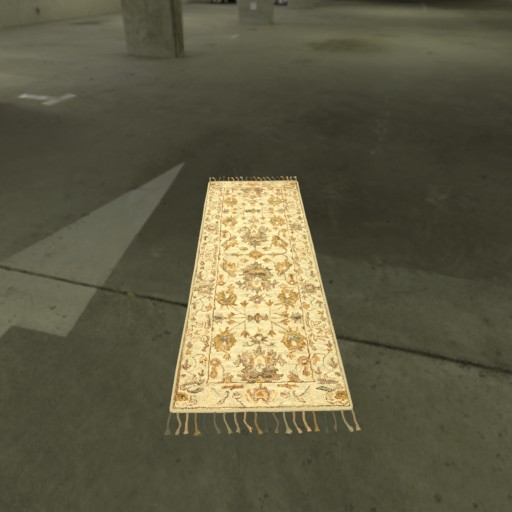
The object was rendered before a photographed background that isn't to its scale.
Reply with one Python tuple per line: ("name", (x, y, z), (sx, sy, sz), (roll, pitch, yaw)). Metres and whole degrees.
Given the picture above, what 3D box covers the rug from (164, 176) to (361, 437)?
("rug", (0.000, 0.000, 2.655), (0.729, 0.021, 2.438), (-1, 33, -1))
